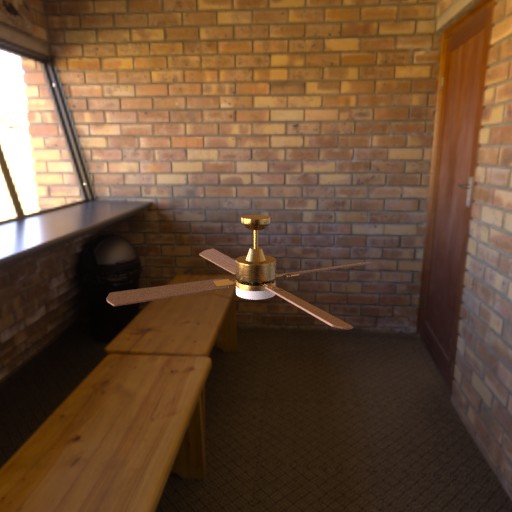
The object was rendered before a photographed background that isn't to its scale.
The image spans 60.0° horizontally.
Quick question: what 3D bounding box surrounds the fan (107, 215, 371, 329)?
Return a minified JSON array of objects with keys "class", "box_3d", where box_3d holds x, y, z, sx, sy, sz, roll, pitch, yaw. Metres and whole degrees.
[{"class":"fan","box_3d":[0.000,0.000,2.014,1.320,0.355,1.320,-7,15,-26]}]
